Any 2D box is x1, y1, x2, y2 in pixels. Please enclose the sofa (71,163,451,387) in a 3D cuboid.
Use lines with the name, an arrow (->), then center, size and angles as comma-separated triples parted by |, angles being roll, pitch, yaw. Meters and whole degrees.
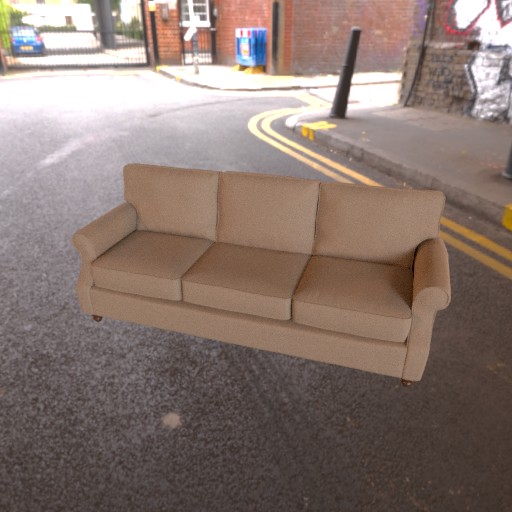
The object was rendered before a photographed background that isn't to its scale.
sofa -> 0.000, 0.000, 2.932 | 2.354, 0.948, 0.966 | 8, 28, 16
